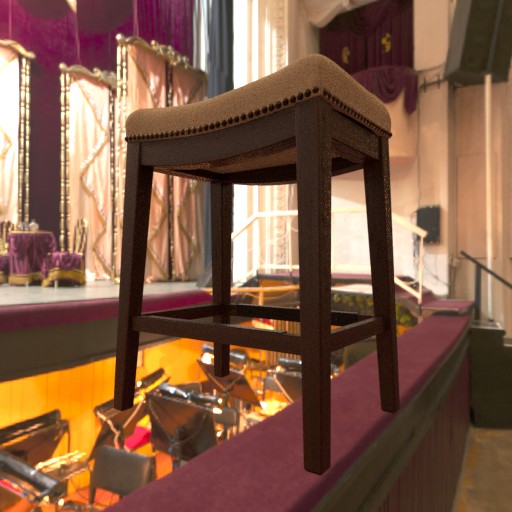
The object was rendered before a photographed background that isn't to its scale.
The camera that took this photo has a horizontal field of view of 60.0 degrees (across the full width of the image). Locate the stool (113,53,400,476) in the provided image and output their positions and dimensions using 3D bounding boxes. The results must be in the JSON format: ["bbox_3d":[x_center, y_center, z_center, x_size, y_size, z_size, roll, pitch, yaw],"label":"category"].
[{"bbox_3d":[0.000,0.000,0.964,0.509,0.669,0.363,0,0,36],"label":"stool"}]
